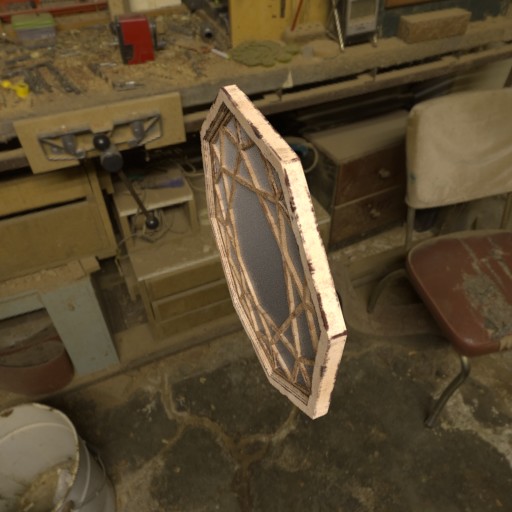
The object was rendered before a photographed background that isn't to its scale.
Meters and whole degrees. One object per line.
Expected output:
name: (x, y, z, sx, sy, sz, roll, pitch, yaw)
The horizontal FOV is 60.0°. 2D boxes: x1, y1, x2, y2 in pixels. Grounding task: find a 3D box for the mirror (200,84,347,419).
mirror: (0.000, 0.000, 0.963, 0.031, 0.648, 0.648, -16, 48, -15)
